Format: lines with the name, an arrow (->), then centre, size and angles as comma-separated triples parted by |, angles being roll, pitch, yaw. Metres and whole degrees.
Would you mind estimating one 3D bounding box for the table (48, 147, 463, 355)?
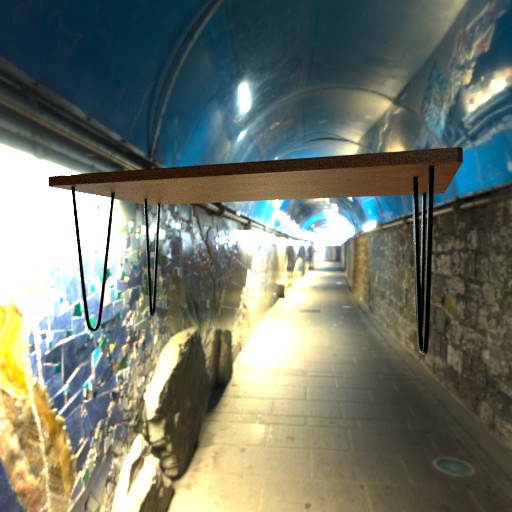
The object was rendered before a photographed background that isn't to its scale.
table -> 0.000, 0.000, 2.211 | 1.791, 0.753, 0.883 | 0, 1, 19
